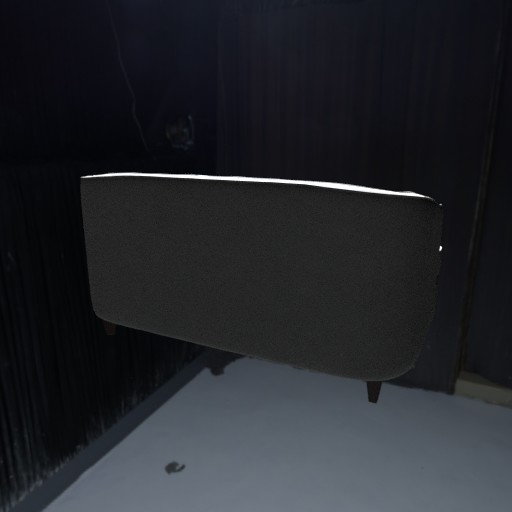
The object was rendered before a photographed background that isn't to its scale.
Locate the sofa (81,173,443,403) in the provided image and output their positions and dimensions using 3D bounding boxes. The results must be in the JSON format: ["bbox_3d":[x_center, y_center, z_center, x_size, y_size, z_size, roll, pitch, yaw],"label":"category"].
[{"bbox_3d":[0.000,0.000,2.296,1.731,0.878,0.940,7,17,26],"label":"sofa"}]
